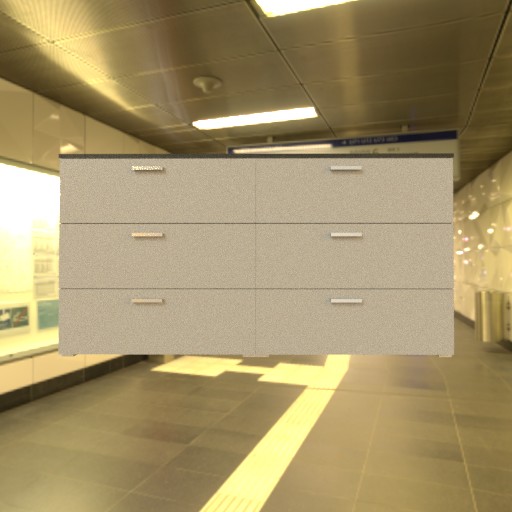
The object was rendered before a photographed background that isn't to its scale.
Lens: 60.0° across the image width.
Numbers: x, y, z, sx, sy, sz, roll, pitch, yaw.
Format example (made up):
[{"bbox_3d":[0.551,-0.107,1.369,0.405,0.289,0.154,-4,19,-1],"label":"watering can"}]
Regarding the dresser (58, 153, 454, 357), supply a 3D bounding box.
[{"bbox_3d":[0.000,0.000,1.865,1.535,0.790,0.333,0,-1,0],"label":"dresser"}]
